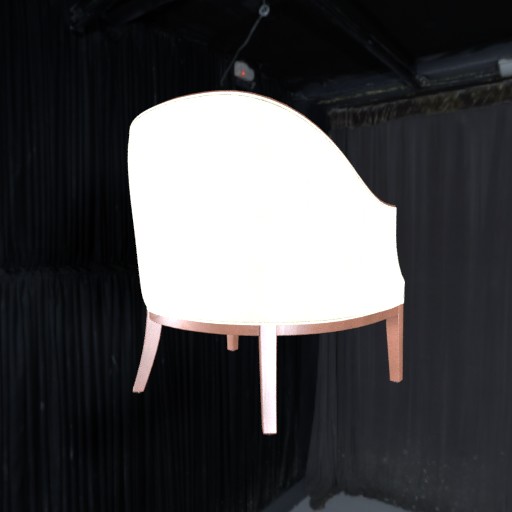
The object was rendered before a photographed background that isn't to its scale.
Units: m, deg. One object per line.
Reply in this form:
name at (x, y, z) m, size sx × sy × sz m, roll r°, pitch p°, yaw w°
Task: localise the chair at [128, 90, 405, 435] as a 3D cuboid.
chair at (0.000, 0.000, 1.494) m, size 0.803 × 0.876 × 0.735 m, roll 1°, pitch 2°, yaw 37°
